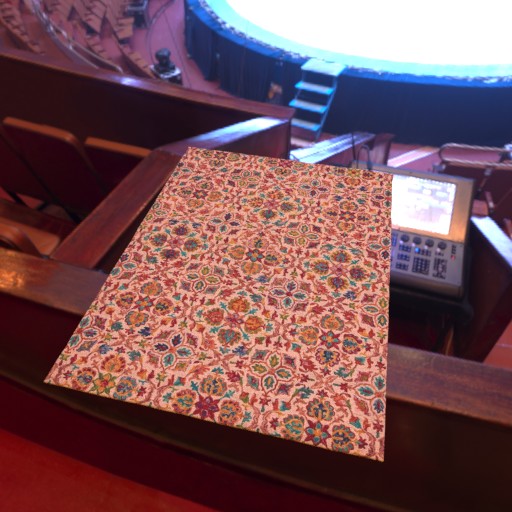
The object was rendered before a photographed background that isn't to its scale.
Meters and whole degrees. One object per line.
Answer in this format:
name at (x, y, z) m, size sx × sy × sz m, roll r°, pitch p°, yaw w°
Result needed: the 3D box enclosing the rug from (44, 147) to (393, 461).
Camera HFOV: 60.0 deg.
rug at (0.000, 0.000, 4.133) m, size 2.446 × 0.020 × 3.215 m, roll 10°, pitch 47°, yaw 9°
